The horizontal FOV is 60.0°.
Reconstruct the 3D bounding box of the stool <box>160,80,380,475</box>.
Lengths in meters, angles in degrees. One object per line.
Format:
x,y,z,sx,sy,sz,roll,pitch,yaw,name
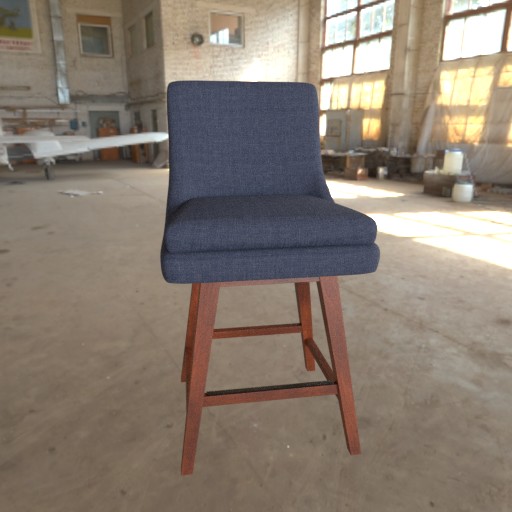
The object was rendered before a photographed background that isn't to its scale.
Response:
0.000,0.000,1.157,0.467,0.895,0.524,-3,16,-9,stool
